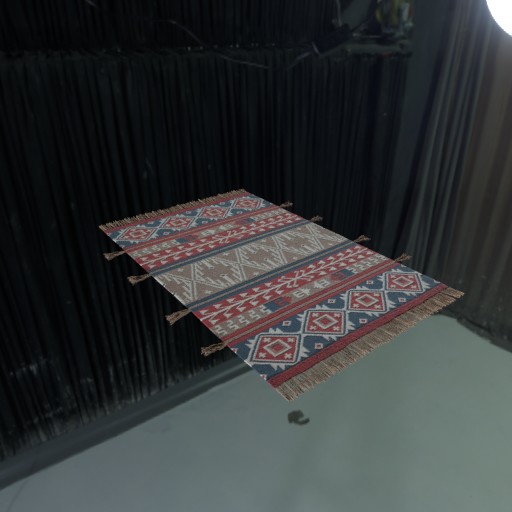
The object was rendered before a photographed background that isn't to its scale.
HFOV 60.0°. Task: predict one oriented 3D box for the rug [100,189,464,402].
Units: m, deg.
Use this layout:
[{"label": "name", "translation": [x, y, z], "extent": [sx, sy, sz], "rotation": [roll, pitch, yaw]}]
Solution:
[{"label": "rug", "translation": [0.000, 0.000, 2.705], "extent": [1.469, 0.040, 2.025], "rotation": [-20, 34, -32]}]
